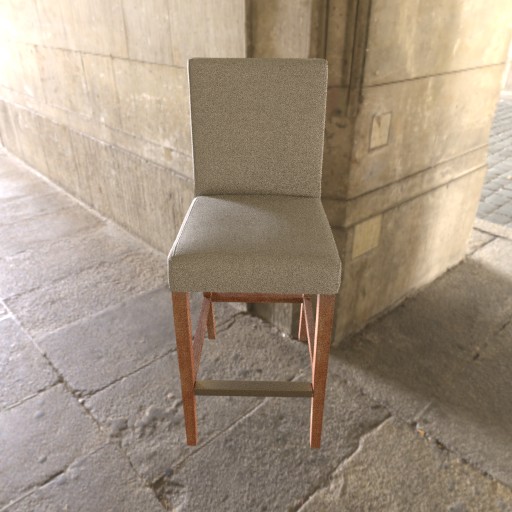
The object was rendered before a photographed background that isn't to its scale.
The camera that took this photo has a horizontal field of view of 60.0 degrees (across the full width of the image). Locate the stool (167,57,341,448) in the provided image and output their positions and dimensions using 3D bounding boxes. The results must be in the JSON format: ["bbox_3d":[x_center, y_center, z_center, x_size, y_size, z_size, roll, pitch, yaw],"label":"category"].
[{"bbox_3d":[0.000,0.000,1.380,0.439,1.088,0.570,1,29,1],"label":"stool"}]
